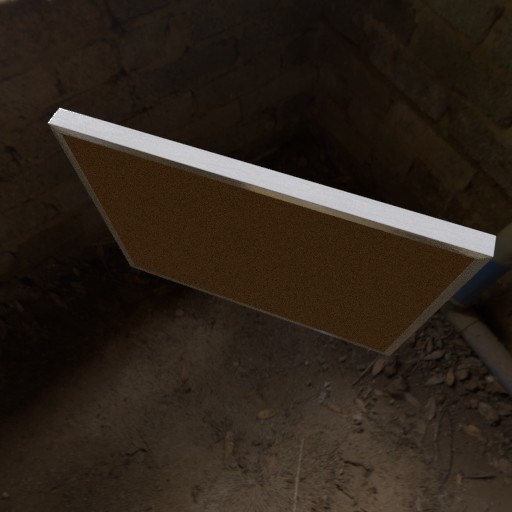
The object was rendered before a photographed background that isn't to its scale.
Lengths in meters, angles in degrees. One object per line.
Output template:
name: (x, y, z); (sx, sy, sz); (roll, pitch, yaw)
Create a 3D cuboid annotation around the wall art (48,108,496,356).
wall art: (0.000, 0.000, 1.339); (1.041, 0.787, 0.053); (18, 64, 9)
